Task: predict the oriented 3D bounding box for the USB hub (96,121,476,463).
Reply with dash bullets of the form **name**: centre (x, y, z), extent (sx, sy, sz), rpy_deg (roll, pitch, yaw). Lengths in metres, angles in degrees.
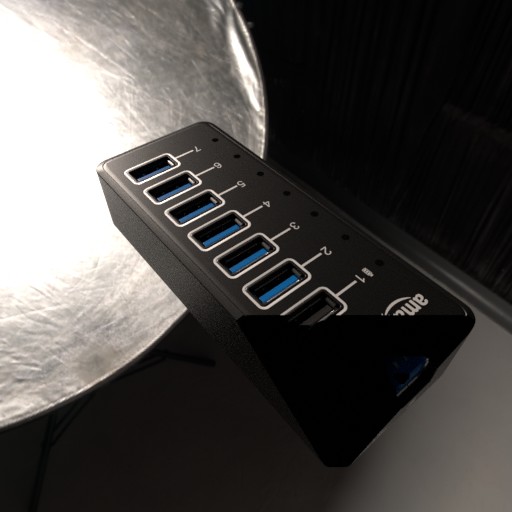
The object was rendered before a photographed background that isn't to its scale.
- **USB hub**: centre (0.000, 0.000, 0.128), extent (0.044, 0.023, 0.110), rpy_deg (-31, 55, -25)
